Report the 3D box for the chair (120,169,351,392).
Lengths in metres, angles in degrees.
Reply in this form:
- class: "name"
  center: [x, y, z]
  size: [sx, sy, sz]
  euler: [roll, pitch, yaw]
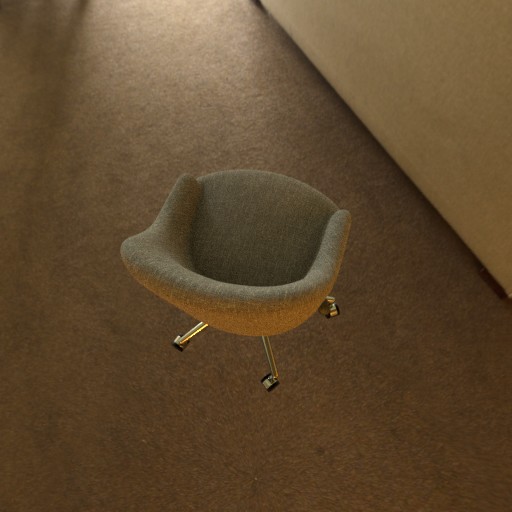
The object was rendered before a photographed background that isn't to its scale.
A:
- class: "chair"
  center: [0.000, 0.000, 1.405]
  size: [0.671, 0.950, 0.712]
  euler: [14, 64, 7]
